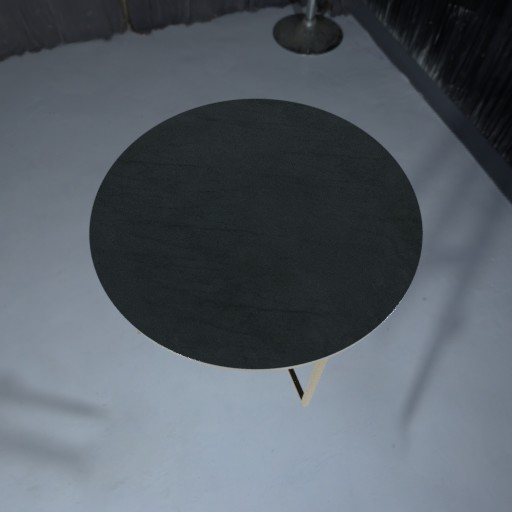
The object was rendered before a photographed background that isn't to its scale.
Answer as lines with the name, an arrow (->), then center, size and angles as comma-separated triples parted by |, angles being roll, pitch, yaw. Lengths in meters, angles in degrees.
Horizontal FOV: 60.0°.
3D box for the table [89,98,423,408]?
table -> 0.000, 0.000, 1.274 | 0.800, 0.450, 0.800 | 0, 59, 0
